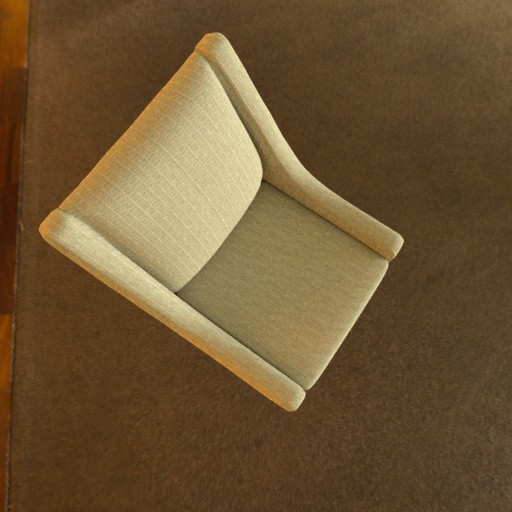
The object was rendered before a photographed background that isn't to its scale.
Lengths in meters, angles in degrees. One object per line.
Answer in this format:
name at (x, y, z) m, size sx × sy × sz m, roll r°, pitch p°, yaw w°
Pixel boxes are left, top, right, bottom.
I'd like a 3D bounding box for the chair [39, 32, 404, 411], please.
chair at (0.000, 0.000, 1.612) m, size 0.870 × 1.014 × 0.774 m, roll 34°, pitch 78°, yaw 8°
